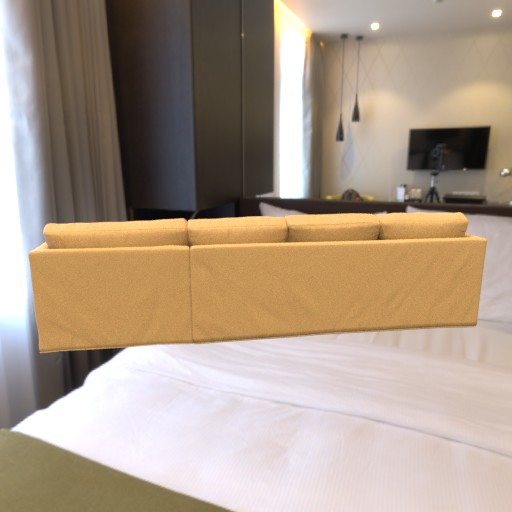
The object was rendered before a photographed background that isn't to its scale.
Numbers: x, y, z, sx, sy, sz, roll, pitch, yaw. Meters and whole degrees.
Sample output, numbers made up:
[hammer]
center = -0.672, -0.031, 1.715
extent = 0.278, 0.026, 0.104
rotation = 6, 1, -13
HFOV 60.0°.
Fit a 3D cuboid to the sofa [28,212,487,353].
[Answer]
[sofa]
center = 0.000, 0.000, 3.837
extent = 3.206, 0.871, 1.622
rotation = -2, 13, -8
